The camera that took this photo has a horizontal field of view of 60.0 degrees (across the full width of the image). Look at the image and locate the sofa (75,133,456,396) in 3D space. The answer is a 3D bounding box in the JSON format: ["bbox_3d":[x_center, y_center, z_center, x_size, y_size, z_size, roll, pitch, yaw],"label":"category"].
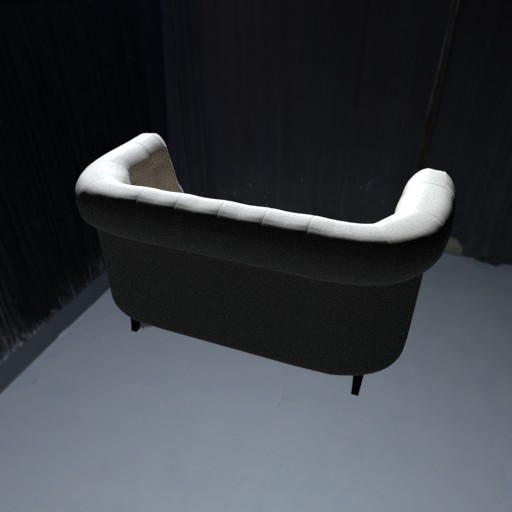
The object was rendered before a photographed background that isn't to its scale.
[{"bbox_3d":[0.000,0.000,2.023,1.558,0.827,0.835,12,35,18],"label":"sofa"}]
